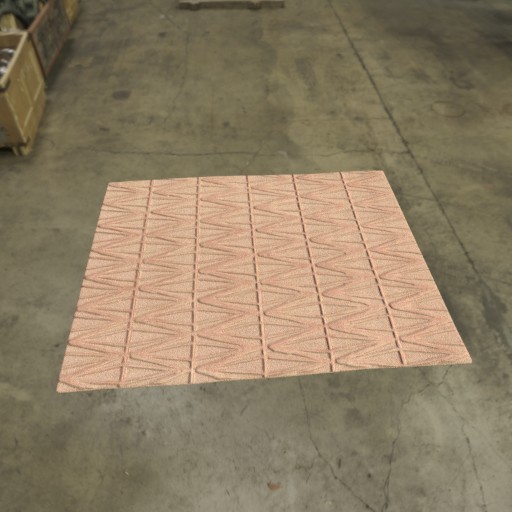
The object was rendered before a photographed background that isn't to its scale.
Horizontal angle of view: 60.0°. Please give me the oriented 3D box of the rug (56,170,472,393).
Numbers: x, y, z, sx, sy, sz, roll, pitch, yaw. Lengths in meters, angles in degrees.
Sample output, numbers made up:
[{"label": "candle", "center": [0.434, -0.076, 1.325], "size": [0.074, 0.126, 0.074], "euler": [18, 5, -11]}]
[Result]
[{"label": "rug", "center": [0.000, 0.000, 4.059], "size": [3.052, 0.043, 2.453], "euler": [-3, 47, -3]}]
